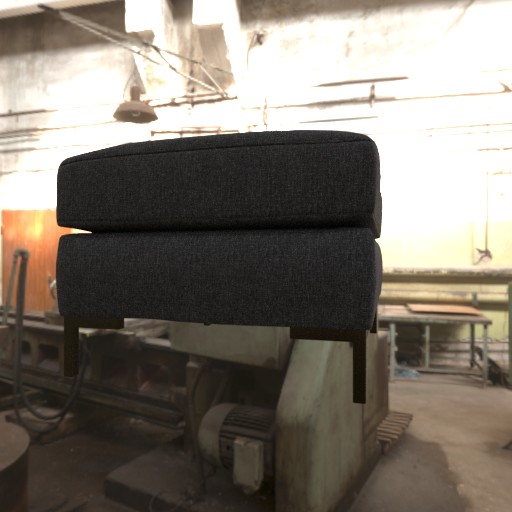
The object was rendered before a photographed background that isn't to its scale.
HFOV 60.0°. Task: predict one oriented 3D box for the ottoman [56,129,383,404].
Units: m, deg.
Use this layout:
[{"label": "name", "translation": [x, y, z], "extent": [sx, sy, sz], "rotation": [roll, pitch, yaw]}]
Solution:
[{"label": "ottoman", "translation": [0.000, 0.000, 1.263], "extent": [0.695, 0.533, 0.831], "rotation": [0, 0, 17]}]
